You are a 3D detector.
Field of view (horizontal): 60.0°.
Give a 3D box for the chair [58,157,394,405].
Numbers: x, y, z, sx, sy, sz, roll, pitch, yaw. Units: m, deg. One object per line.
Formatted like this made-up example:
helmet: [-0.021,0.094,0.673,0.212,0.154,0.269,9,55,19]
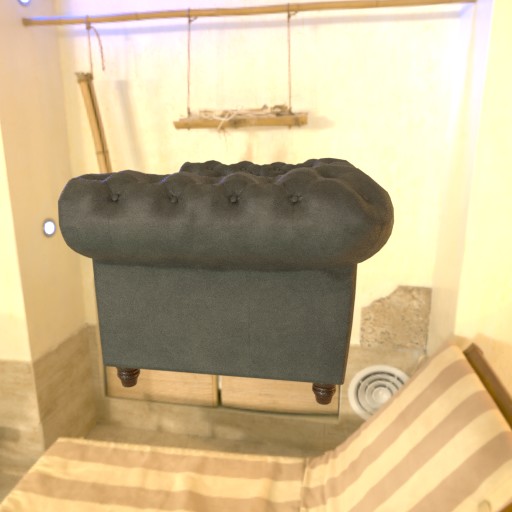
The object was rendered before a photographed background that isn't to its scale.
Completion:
chair: [0.000,0.000,1.842,0.943,0.780,1.298,2,14,9]
